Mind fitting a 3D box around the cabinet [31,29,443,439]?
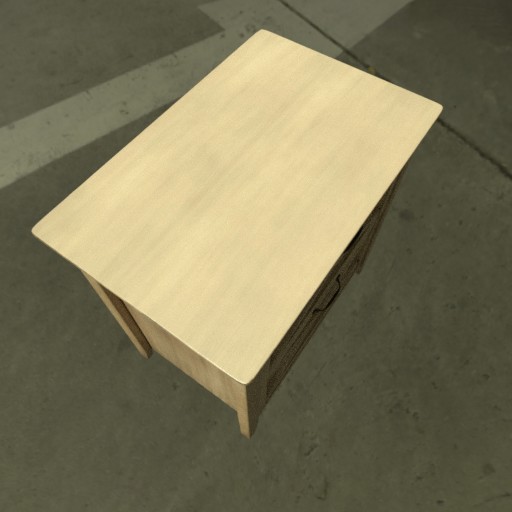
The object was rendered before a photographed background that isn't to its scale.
[{"bbox_3d":[0.000,0.000,1.238,0.503,0.762,0.763,31,65,17],"label":"cabinet"}]
